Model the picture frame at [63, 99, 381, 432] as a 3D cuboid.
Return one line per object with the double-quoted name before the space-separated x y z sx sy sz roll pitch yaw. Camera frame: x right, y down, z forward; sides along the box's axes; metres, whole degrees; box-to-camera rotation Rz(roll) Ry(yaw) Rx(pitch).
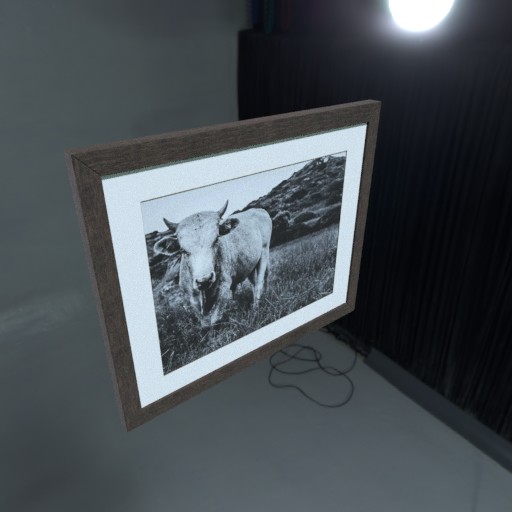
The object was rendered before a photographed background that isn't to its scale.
"picture frame" 0.000 0.000 0.762 0.546 0.455 0.026 -21 35 -33
